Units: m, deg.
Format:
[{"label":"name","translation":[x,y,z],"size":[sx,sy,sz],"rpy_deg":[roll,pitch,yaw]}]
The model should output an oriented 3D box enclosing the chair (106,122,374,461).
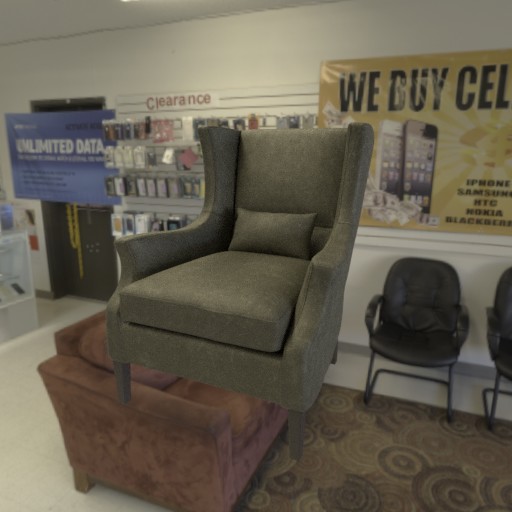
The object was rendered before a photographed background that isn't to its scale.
[{"label":"chair","translation":[0.000,0.000,1.753],"size":[0.853,1.016,0.926],"rpy_deg":[7,15,26]}]
